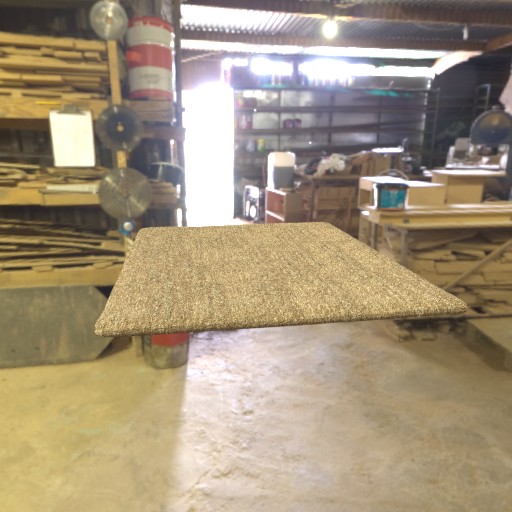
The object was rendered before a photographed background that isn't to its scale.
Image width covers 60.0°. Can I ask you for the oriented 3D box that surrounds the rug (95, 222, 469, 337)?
[{"bbox_3d":[0.000,0.000,3.865,2.242,0.050,2.873,-2,15,-9],"label":"rug"}]
